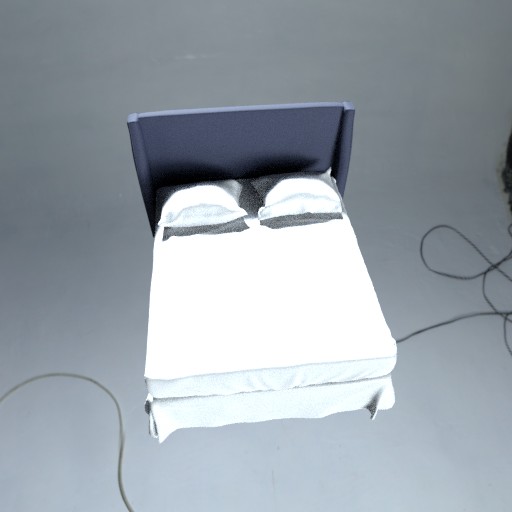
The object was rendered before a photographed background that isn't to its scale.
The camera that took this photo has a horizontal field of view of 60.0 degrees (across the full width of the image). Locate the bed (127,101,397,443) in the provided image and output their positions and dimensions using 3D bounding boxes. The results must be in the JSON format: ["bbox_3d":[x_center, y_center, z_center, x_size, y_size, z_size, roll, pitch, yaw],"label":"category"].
[{"bbox_3d":[0.000,0.000,3.485,1.925,1.332,2.276,-5,48,-4],"label":"bed"}]
